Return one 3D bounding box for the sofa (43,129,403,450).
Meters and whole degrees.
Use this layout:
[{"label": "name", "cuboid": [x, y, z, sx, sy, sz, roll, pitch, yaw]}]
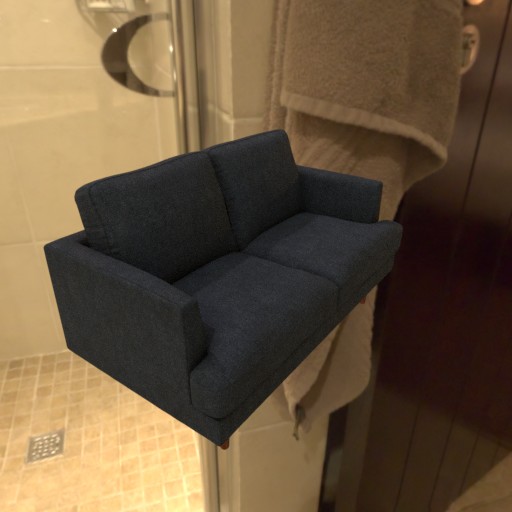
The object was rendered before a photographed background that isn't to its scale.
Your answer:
[{"label": "sofa", "cuboid": [0.000, 0.000, 2.110, 0.903, 0.944, 1.582, 18, 32, 32]}]
